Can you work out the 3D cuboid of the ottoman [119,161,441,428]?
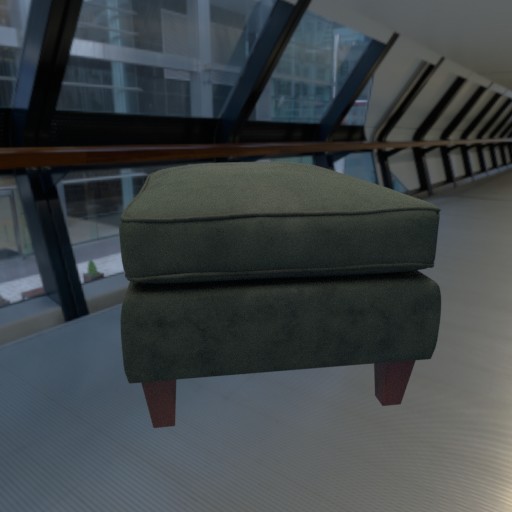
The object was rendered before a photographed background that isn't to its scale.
[{"bbox_3d":[0.000,0.000,1.245,0.632,0.495,0.864,-2,16,-8],"label":"ottoman"}]
